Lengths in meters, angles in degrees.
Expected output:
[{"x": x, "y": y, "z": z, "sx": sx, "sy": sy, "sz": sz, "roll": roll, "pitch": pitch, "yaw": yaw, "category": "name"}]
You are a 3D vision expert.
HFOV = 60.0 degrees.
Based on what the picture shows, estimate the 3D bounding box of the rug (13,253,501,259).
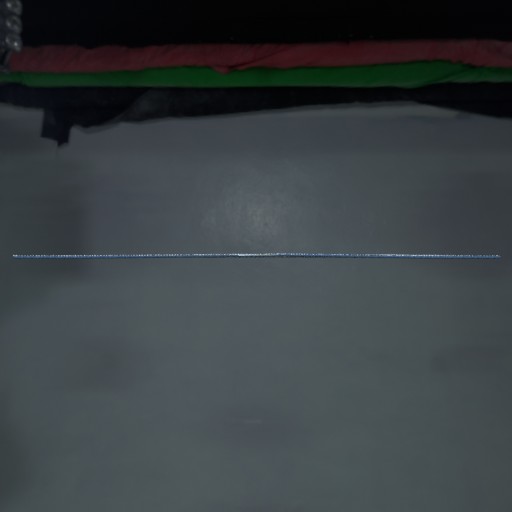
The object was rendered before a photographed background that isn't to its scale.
[{"x": 0.000, "y": 0.000, "z": 2.202, "sx": 1.793, "sy": 0.025, "sz": 1.159, "roll": 0, "pitch": 0, "yaw": -1, "category": "rug"}]
